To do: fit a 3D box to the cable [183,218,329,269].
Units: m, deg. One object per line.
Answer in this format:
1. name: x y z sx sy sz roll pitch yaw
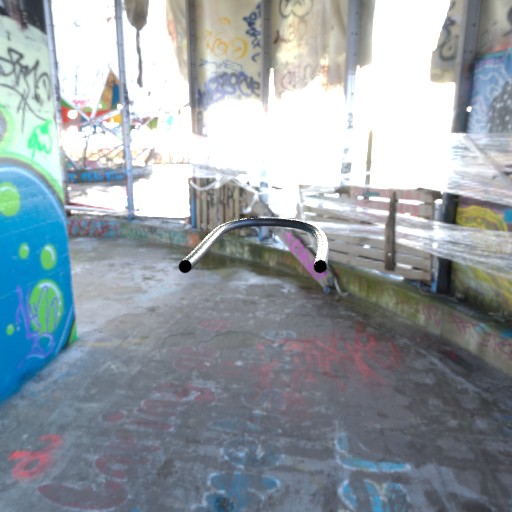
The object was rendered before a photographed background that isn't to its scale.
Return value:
1. cable: 0.000 0.000 0.109 0.040 0.006 0.098 2 15 7
